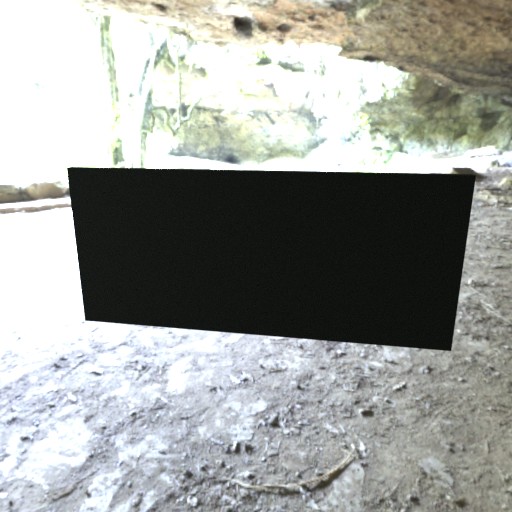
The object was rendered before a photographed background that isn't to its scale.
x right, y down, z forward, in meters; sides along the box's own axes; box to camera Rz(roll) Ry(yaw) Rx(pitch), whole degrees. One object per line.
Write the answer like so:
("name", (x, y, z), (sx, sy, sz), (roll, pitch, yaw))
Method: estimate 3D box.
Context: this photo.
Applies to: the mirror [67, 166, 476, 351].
("mirror", (0.000, 0.000, 1.816), (1.584, 0.692, 0.047), (3, 17, 10))
